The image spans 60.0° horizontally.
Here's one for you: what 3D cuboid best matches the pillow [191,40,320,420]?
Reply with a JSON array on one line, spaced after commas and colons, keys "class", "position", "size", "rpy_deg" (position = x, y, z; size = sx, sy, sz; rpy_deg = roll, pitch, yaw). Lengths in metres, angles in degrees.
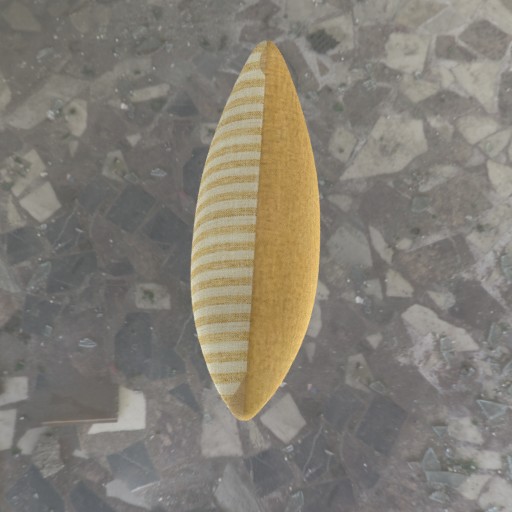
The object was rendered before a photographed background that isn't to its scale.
[{"class": "pillow", "position": [0.000, 0.000, 0.646], "size": [0.173, 0.407, 0.419], "rpy_deg": [3, 75, 1]}]
